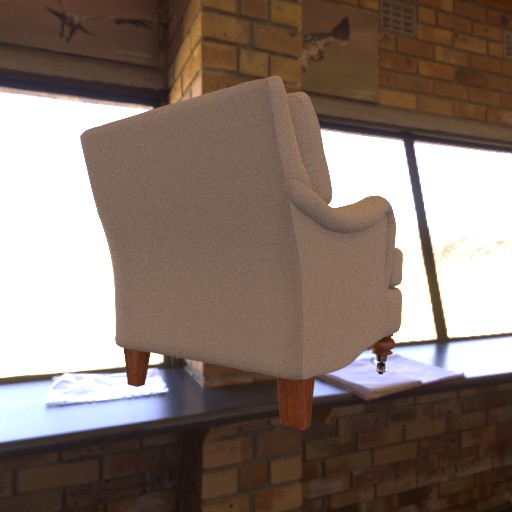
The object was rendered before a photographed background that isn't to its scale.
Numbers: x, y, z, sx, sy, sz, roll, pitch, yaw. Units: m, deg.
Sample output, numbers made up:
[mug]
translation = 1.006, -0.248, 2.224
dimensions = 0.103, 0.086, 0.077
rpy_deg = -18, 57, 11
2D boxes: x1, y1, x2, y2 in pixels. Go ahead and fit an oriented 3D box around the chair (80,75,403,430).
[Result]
[chair]
translation = 0.000, 0.000, 1.824
dimensions = 0.955, 1.038, 1.070
rpy_deg = 0, 0, 36
